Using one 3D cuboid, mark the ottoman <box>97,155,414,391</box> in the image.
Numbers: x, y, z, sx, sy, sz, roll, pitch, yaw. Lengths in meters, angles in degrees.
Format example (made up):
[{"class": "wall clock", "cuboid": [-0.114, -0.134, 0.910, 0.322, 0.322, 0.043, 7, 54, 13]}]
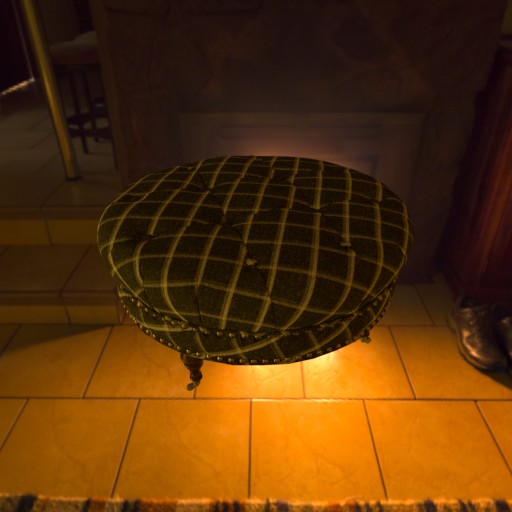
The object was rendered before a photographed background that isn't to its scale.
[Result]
[{"class": "ottoman", "cuboid": [0.000, 0.000, 1.390, 0.901, 0.439, 0.901, 0, 32, 0]}]
